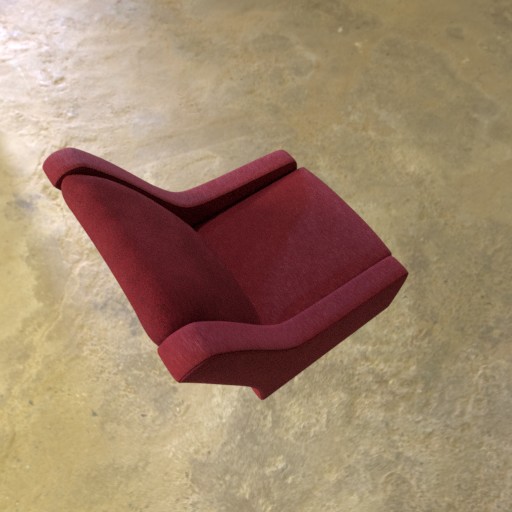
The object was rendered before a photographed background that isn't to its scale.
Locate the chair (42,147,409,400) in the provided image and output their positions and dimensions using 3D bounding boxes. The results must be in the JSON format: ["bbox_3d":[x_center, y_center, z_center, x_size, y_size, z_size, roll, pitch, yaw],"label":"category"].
[{"bbox_3d":[0.000,0.000,1.678,0.985,1.017,0.793,-32,64,-17],"label":"chair"}]
